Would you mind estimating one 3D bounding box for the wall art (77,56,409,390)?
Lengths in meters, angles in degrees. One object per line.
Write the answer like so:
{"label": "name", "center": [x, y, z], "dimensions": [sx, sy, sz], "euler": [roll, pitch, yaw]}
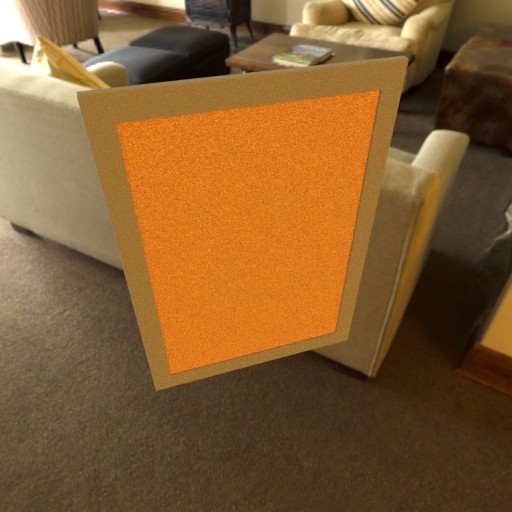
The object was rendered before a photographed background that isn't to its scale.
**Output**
{"label": "wall art", "center": [0.000, 0.000, 0.657], "dimensions": [0.374, 0.529, 0.012], "euler": [-12, 43, -13]}
